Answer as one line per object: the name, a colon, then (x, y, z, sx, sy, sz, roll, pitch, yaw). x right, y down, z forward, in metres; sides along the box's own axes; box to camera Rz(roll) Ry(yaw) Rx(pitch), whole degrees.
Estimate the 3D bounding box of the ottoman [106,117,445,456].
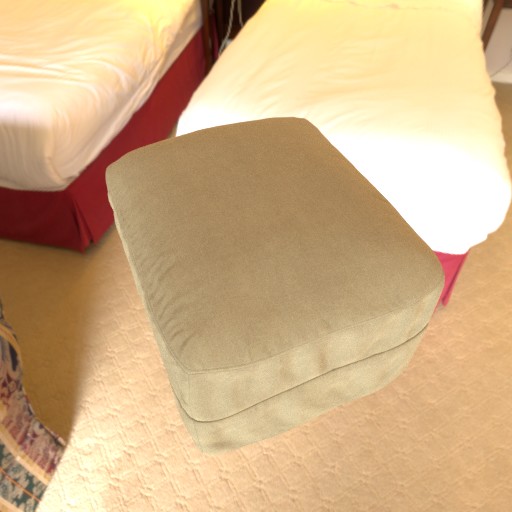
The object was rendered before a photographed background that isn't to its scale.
ottoman: (0.000, 0.000, 1.086, 0.584, 0.480, 0.712, -18, 50, -16)
